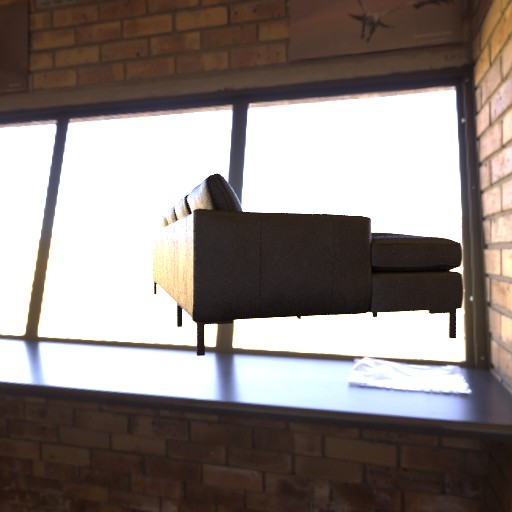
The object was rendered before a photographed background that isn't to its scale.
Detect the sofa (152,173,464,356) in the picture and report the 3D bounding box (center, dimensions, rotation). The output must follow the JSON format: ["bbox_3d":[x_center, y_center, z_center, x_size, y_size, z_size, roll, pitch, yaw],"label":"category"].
[{"bbox_3d":[0.000,0.000,3.586,1.471,0.859,2.993,0,1,-17],"label":"sofa"}]
